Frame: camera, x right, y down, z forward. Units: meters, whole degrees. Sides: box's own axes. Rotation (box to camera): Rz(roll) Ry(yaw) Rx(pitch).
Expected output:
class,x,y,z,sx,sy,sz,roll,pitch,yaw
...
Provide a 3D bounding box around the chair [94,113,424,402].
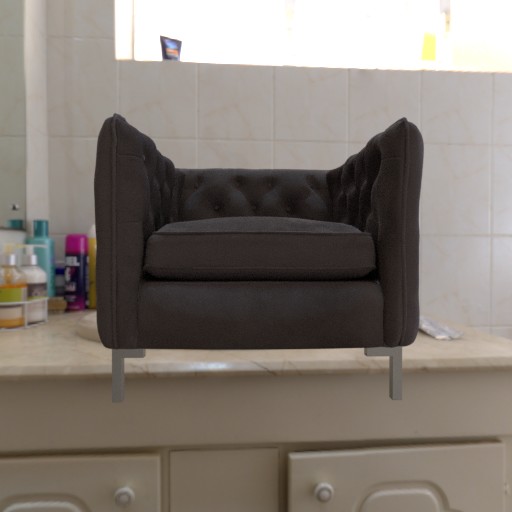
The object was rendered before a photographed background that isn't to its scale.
class,x,y,z,sx,sy,sz,roll,pitch,yaw
chair,0.000,0.000,1.654,0.946,0.807,0.913,0,0,-2
